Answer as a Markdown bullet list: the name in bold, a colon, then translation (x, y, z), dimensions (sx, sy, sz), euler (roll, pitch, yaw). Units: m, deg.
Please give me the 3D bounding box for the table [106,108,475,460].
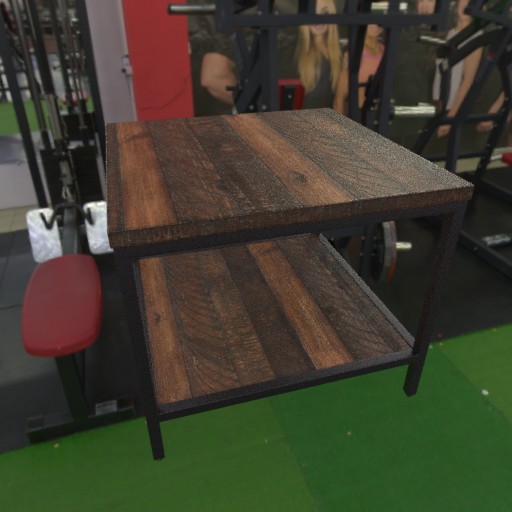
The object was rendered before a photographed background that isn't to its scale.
- **table**: translation (0.000, 0.000, 0.975), dimensions (0.553, 0.482, 0.548), euler (-9, 32, -14)
